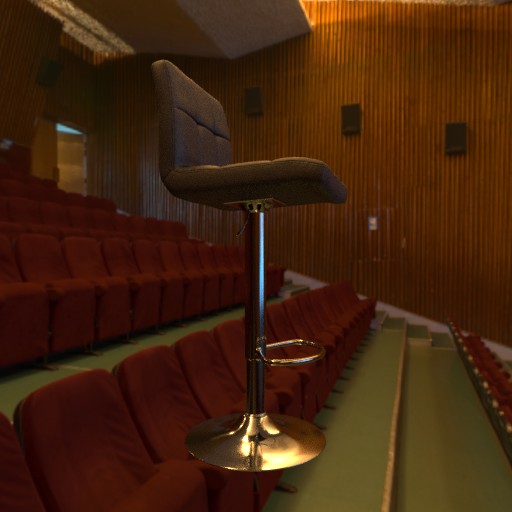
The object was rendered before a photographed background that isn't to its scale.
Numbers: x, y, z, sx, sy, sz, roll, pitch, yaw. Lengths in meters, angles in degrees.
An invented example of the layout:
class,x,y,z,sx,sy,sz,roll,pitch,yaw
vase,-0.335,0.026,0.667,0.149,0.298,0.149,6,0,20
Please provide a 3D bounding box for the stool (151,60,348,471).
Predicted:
class,x,y,z,sx,sy,sz,roll,pitch,yaw
stool,0.000,0.000,1.349,0.505,1.115,0.430,0,0,19
